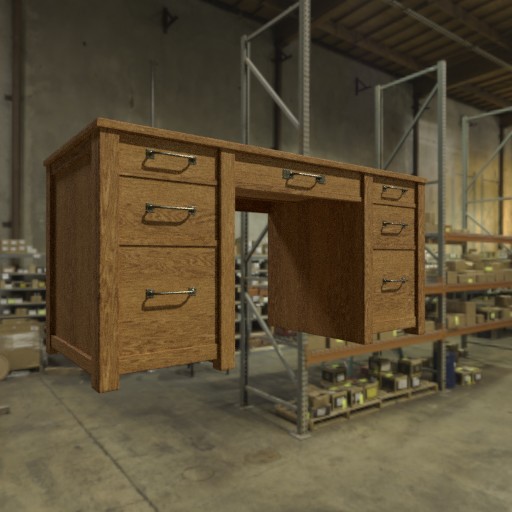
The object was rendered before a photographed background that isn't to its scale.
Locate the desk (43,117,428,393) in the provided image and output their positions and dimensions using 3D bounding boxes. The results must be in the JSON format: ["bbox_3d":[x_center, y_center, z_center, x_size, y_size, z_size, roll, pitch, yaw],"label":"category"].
[{"bbox_3d":[0.000,0.000,1.930,1.567,0.751,0.685,0,0,-37],"label":"desk"}]
